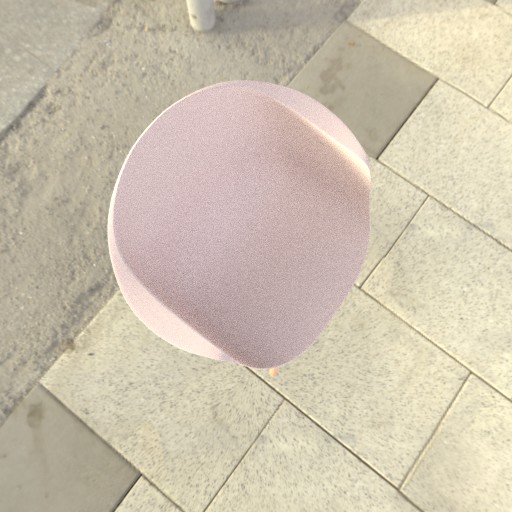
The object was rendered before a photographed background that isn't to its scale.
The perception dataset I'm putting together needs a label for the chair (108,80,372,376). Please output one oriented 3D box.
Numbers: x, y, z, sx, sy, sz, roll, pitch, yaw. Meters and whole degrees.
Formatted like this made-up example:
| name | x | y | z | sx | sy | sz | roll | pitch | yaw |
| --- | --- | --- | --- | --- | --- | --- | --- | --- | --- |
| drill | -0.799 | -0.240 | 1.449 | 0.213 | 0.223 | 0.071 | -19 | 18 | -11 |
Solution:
| name | x | y | z | sx | sy | sz | roll | pitch | yaw |
| --- | --- | --- | --- | --- | --- | --- | --- | --- | --- |
| chair | 0.000 | 0.000 | 1.174 | 0.504 | 0.781 | 0.593 | 35 | 78 | 9 |
